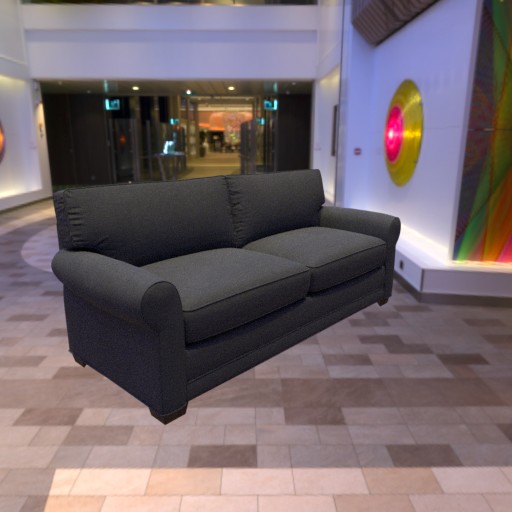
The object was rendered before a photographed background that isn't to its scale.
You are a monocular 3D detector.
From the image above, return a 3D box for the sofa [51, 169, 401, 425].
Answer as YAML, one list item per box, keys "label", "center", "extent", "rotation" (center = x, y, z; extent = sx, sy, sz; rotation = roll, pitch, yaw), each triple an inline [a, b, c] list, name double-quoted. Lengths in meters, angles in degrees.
- label: "sofa"
  center: [0.000, 0.000, 2.922]
  extent: [0.954, 1.026, 2.391]
  rotation: [13, 20, 41]
